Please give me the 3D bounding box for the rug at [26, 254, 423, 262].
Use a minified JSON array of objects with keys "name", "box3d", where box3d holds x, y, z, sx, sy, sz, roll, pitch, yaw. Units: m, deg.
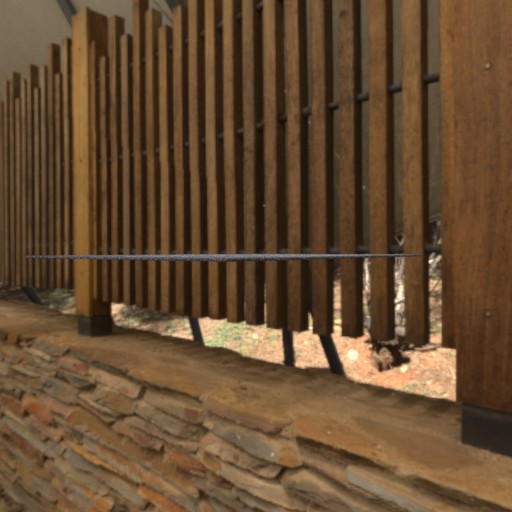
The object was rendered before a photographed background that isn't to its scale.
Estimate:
[{"name":"rug","box3d":[0.000,0.000,2.237,1.139,0.010,1.754,0,1,37]}]
